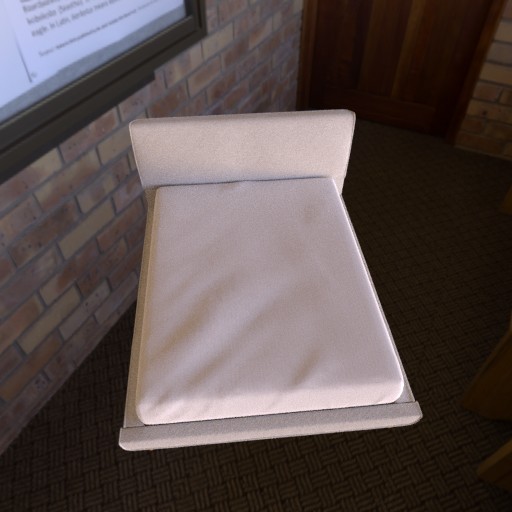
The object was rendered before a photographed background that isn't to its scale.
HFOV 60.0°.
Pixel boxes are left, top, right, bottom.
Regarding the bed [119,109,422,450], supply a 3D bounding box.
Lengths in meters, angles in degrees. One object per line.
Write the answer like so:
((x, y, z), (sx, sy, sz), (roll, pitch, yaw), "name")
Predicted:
((0.000, 0.000, 3.476), (1.980, 1.126, 2.498), (-4, 47, -4), "bed")
